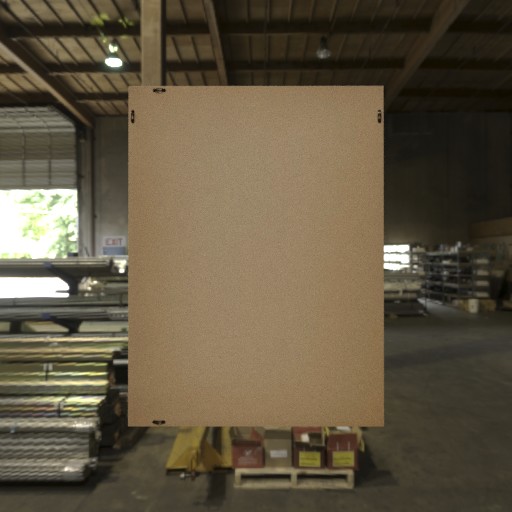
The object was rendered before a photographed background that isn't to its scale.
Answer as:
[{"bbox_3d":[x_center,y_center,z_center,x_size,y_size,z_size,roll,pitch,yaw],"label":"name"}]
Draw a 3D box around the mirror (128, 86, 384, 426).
[{"bbox_3d":[0.000,0.000,1.338,0.762,1.016,0.040,0,0,0],"label":"mirror"}]
